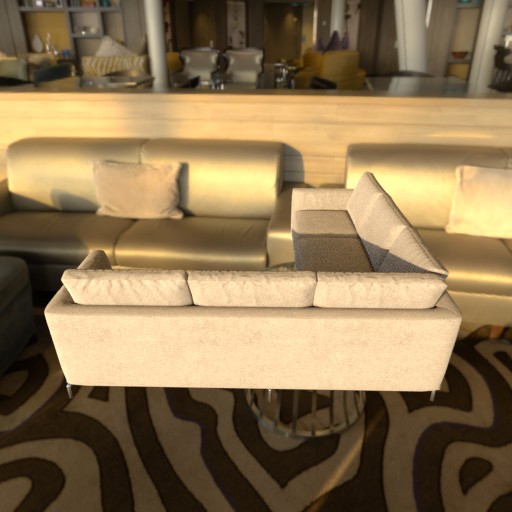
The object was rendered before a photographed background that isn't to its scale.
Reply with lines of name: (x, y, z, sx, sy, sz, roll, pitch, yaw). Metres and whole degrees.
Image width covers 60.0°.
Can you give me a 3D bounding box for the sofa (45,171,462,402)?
sofa: (0.000, 0.000, 3.669, 2.438, 0.864, 2.438, 1, 26, 1)
